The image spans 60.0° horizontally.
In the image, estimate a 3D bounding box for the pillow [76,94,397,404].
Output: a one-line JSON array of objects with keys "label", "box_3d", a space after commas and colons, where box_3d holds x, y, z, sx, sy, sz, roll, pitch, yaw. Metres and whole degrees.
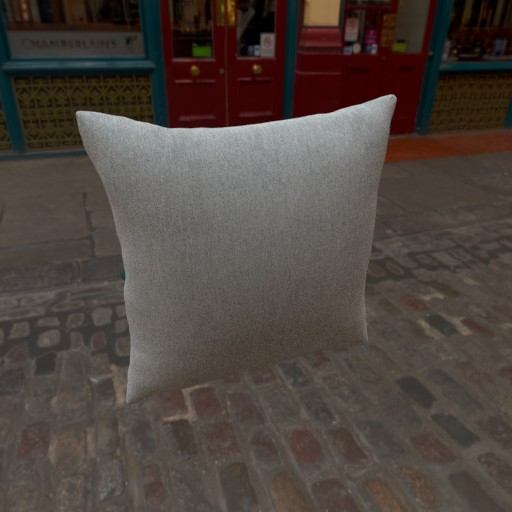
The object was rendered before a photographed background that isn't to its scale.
[{"label": "pillow", "box_3d": [0.000, 0.000, 0.662, 0.433, 0.436, 0.173, -9, 29, -18]}]
